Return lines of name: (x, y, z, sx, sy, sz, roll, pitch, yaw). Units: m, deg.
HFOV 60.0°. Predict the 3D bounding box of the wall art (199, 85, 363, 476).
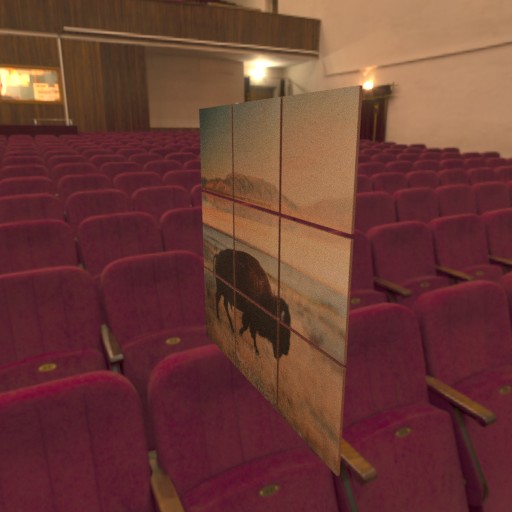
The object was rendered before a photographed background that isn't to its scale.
wall art: (0.000, 0.000, 2.313, 0.019, 1.532, 1.533, -8, 17, -26)
